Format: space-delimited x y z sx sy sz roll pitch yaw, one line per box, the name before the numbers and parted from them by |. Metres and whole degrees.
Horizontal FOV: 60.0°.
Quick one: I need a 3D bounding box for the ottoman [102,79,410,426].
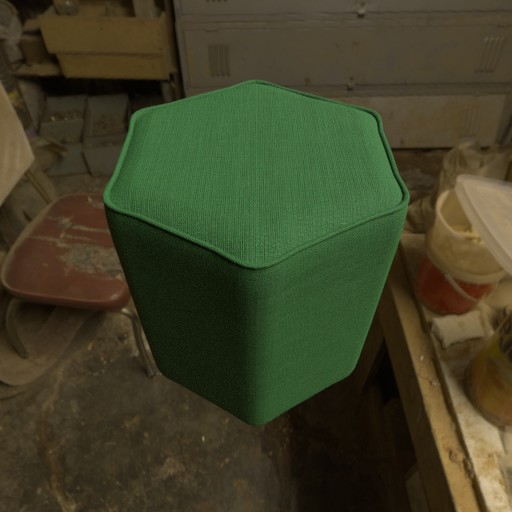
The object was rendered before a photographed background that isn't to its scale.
ottoman | 0.000 0.000 0.875 0.444 0.507 0.499 0 47 0
